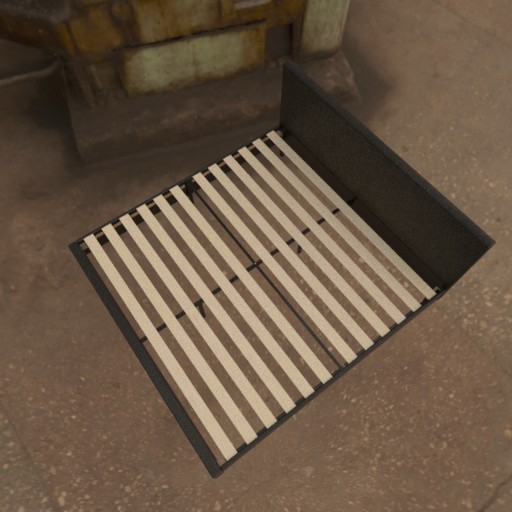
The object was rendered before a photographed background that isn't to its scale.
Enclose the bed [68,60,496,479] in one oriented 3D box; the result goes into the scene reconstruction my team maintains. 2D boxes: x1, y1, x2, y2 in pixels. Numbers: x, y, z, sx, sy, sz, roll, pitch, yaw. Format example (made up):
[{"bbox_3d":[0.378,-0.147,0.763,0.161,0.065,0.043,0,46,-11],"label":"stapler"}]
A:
[{"bbox_3d":[0.000,0.000,3.232,2.152,1.046,2.018,-33,68,-16],"label":"bed"}]
